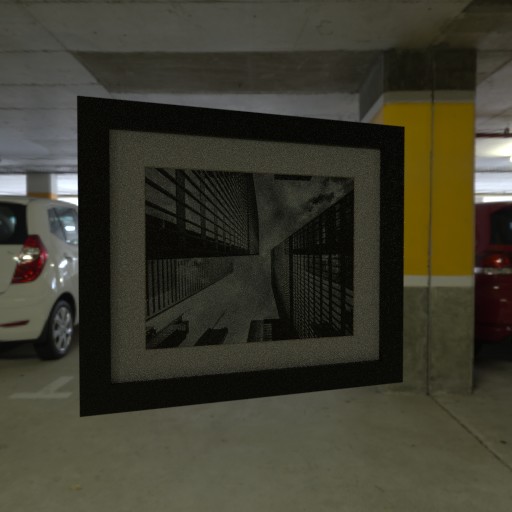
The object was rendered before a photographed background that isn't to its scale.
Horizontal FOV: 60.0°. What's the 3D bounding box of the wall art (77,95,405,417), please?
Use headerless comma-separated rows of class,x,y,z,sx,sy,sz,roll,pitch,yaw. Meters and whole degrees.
wall art,0.000,0.000,0.513,0.381,0.321,0.028,0,1,-17
